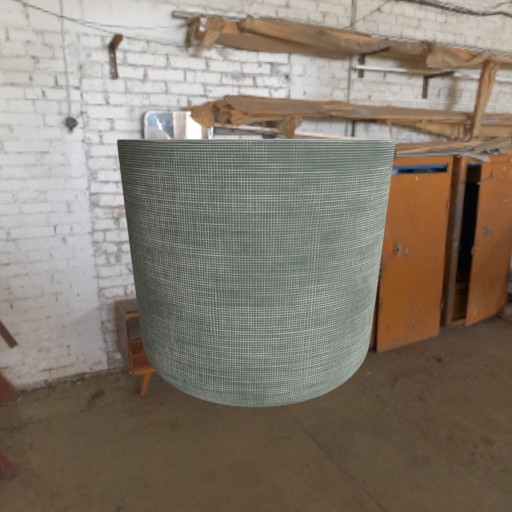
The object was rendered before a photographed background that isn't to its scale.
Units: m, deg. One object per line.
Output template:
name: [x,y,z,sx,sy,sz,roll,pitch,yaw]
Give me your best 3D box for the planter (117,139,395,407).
planter: [0.000,0.000,0.782,0.440,0.398,0.440,0,15,0]
